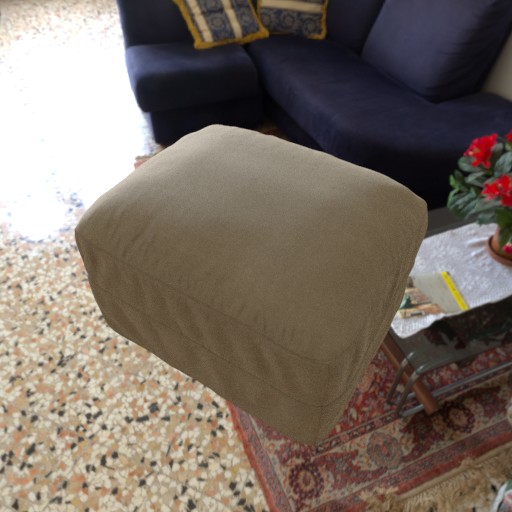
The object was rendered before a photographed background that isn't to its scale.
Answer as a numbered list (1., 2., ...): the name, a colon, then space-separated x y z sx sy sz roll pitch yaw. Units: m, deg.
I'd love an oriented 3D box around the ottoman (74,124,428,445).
1. ottoman: 0.000 0.000 1.128 0.712 0.480 0.584 24 50 22
